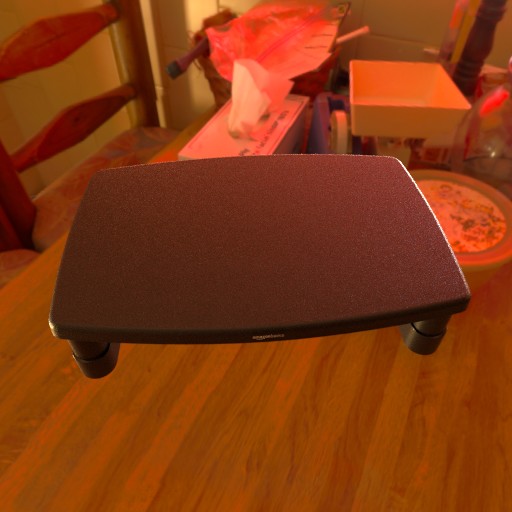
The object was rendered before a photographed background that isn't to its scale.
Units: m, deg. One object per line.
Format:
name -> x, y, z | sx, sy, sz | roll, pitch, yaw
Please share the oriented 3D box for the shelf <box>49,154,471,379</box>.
shelf -> 0.000, 0.000, 0.521 | 0.410, 0.100, 0.280 | -3, 46, -3
